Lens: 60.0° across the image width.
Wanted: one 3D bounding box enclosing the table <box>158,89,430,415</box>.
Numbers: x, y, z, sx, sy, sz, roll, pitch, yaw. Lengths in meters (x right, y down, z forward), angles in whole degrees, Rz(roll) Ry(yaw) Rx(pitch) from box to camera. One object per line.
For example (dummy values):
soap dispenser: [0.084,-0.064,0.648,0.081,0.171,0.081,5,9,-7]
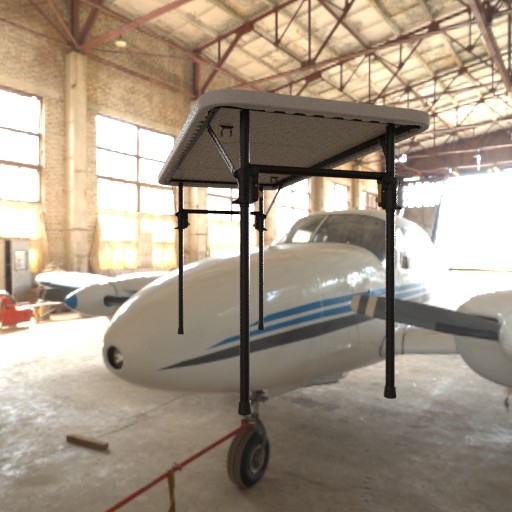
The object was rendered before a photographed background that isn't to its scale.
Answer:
table: [0.000,0.000,1.606,0.610,0.729,1.219,0,0,-17]
